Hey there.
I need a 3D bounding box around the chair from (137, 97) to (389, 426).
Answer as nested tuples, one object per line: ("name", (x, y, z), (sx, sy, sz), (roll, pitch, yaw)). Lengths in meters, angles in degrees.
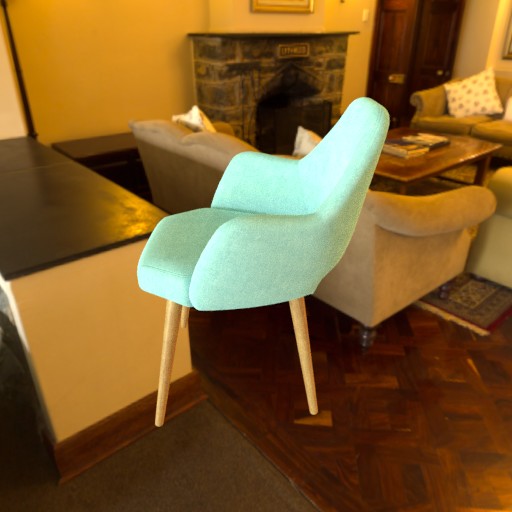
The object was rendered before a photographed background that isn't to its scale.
("chair", (0.000, 0.000, 1.261), (0.610, 0.840, 0.590), (0, 27, 0))
